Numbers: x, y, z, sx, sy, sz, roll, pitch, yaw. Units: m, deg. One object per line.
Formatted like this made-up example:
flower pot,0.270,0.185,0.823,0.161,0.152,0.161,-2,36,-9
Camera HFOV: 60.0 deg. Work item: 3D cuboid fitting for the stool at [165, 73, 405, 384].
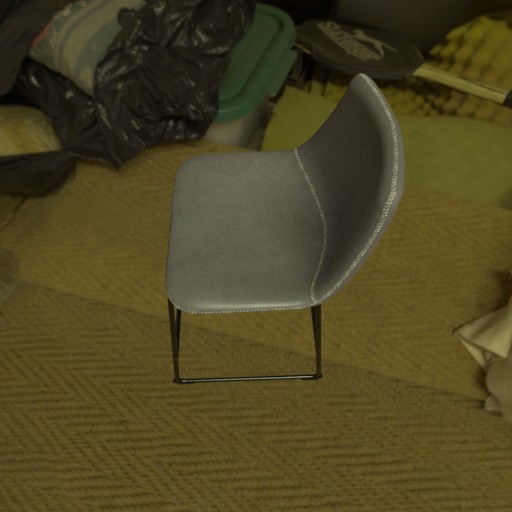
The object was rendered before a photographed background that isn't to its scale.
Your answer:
stool,0.000,0.000,1.187,0.546,0.876,0.470,-2,57,-1
